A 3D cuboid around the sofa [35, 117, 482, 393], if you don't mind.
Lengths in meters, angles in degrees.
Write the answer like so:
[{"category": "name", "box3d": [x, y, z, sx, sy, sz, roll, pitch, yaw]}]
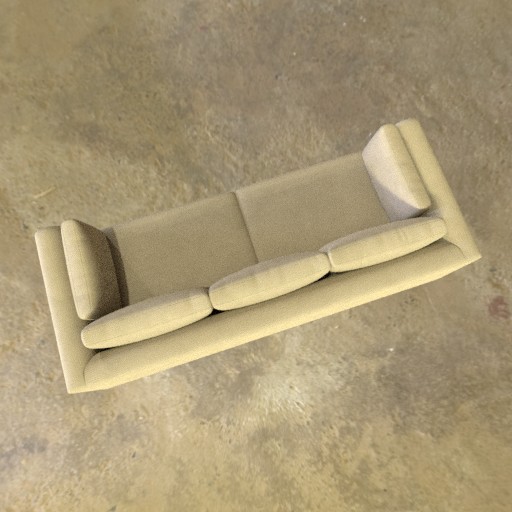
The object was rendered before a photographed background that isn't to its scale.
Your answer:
[{"category": "sofa", "box3d": [0.000, 0.000, 2.852, 2.415, 0.867, 0.969, -18, 76, -4]}]
